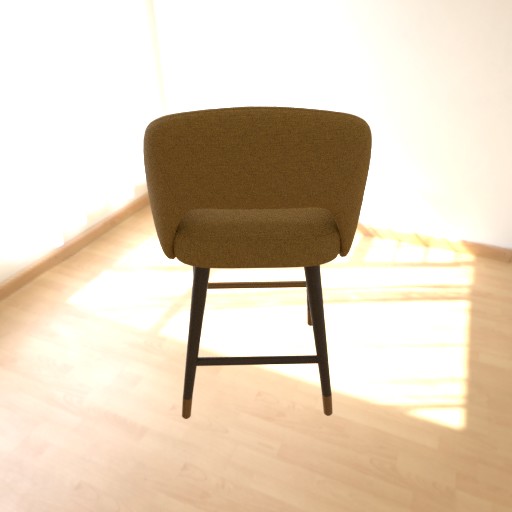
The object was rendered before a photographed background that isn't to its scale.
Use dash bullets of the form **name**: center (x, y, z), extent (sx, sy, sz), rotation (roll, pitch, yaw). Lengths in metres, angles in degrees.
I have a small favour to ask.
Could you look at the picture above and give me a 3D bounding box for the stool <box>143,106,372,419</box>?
- **stool**: center (0.000, 0.000, 1.268), extent (0.536, 0.939, 0.522), rotation (-1, 31, -1)
